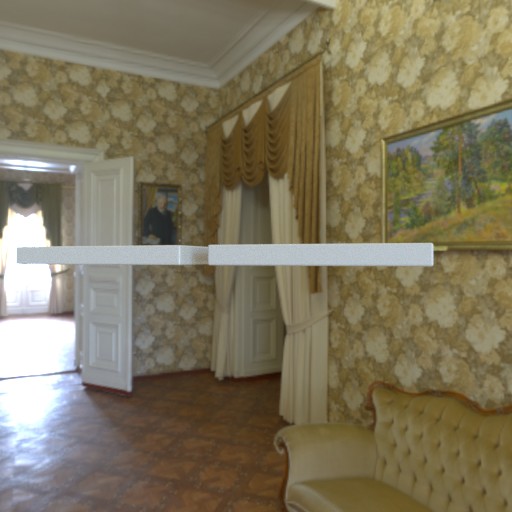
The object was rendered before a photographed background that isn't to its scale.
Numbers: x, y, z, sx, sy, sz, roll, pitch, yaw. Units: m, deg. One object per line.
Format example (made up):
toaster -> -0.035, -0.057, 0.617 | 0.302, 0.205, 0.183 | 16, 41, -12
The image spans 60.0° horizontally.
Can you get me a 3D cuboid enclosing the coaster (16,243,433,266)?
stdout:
coaster -> 0.000, 0.000, 0.319 | 0.219, 0.010, 0.214 | 0, 0, 17
